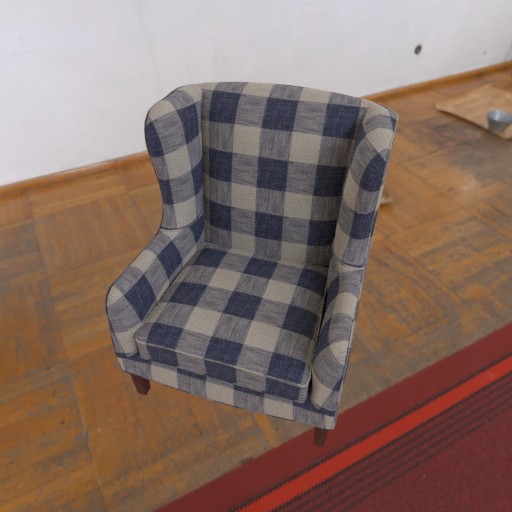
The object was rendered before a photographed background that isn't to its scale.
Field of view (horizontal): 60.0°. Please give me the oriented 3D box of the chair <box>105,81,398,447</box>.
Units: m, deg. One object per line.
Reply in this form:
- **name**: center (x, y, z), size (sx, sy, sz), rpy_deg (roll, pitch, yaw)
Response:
- **chair**: center (0.000, 0.000, 1.699), size (0.830, 1.041, 0.889), rpy_deg (11, 42, 13)
